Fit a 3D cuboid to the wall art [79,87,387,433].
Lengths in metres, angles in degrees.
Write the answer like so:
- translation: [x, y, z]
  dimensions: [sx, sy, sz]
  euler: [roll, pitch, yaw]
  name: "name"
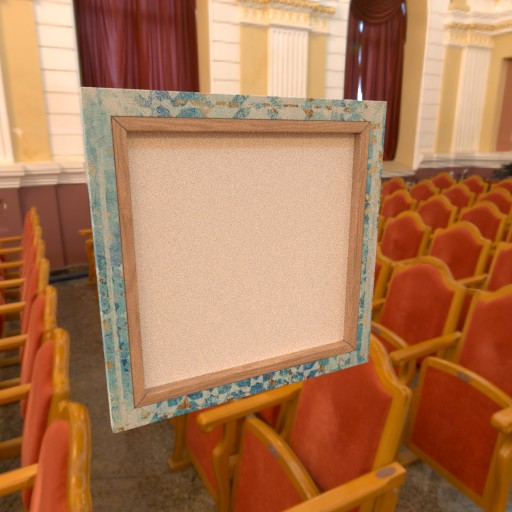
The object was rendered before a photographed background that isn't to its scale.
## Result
- translation: [0.000, 0.000, 1.344]
  dimensions: [0.916, 0.916, 0.040]
  euler: [-7, 17, -26]
  name: "wall art"
